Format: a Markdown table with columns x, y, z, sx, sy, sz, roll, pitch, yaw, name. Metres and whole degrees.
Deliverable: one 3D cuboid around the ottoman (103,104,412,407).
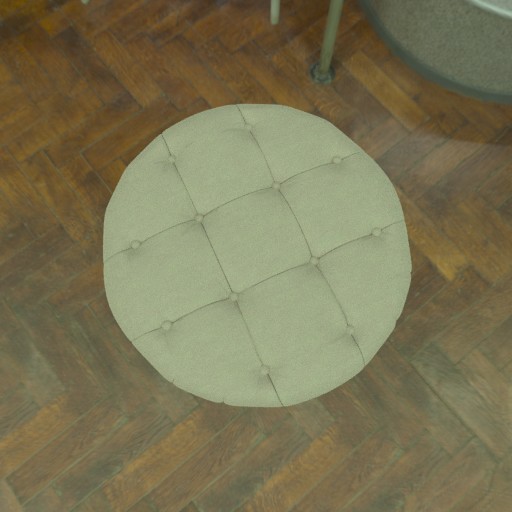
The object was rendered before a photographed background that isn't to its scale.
| x | y | z | sx | sy | sz | roll | pitch | yaw | name |
| --- | --- | --- | --- | --- | --- | --- | --- | --- | --- |
| 0.000 | 0.000 | 1.411 | 0.901 | 0.439 | 0.901 | 0 | 75 | 0 | ottoman |
